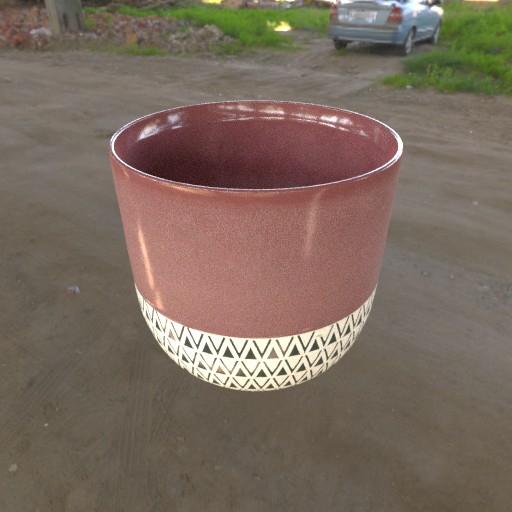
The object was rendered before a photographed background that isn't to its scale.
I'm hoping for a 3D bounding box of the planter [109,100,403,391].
[{"bbox_3d":[0.000,0.000,0.485,0.266,0.270,0.266,0,32,0],"label":"planter"}]
